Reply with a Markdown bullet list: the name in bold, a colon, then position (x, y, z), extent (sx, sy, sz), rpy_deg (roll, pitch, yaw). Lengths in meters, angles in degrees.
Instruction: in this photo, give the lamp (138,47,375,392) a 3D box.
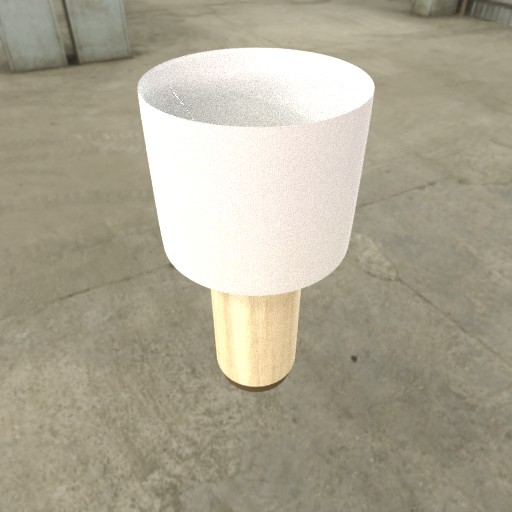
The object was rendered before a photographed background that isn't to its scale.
- **lamp**: position (0.000, 0.000, 0.572), extent (0.228, 0.444, 0.228), rpy_deg (0, 40, -1)
